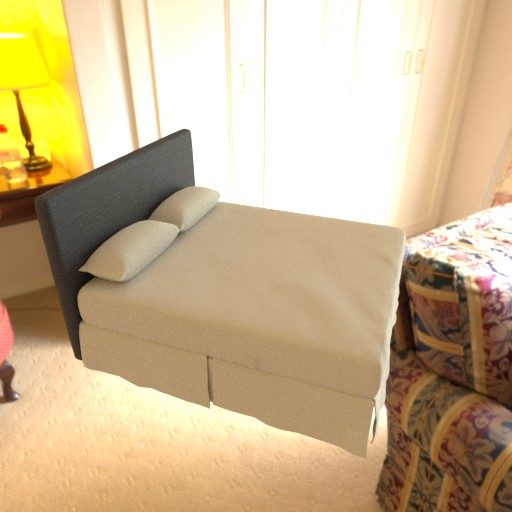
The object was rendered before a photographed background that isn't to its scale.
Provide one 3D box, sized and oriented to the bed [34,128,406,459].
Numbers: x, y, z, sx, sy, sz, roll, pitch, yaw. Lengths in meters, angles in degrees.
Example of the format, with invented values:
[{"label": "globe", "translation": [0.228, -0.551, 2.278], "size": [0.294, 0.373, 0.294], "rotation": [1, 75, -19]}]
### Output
[{"label": "bed", "translation": [0.000, 0.000, 3.297], "size": [2.142, 1.330, 1.884], "rotation": [10, 31, 18]}]
